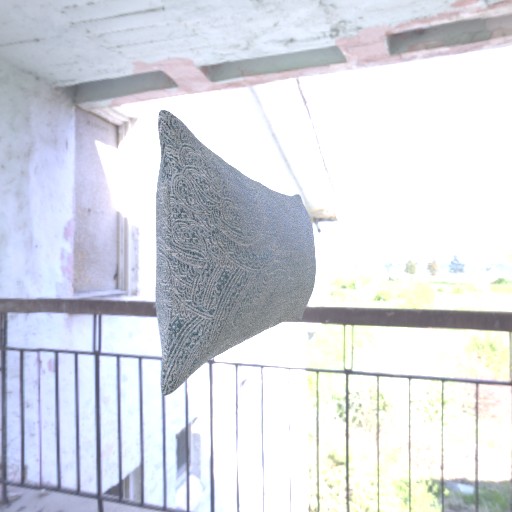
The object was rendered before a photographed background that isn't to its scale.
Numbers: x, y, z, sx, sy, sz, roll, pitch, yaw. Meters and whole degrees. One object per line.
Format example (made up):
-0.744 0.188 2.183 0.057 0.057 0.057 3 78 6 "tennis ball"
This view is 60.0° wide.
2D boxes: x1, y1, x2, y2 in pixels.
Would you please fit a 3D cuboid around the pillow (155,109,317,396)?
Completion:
0.000 0.000 0.739 0.151 0.295 0.615 0 -1 19 "pillow"
